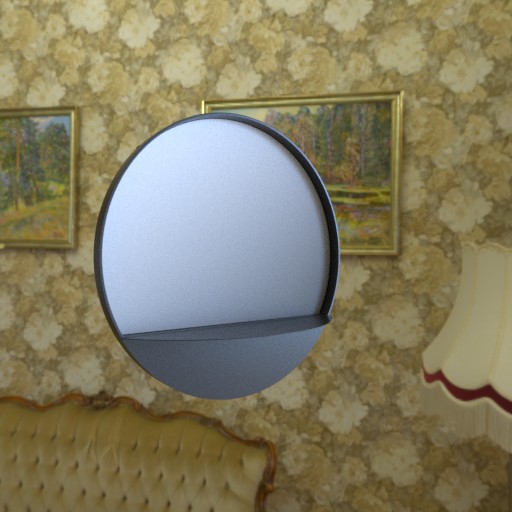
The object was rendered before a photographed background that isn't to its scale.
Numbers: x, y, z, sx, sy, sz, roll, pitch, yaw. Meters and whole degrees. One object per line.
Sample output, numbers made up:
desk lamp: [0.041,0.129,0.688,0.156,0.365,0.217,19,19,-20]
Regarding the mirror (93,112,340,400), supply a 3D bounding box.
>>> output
mirror: [0.000,0.000,0.688,0.457,0.457,0.133,0,0,-36]
